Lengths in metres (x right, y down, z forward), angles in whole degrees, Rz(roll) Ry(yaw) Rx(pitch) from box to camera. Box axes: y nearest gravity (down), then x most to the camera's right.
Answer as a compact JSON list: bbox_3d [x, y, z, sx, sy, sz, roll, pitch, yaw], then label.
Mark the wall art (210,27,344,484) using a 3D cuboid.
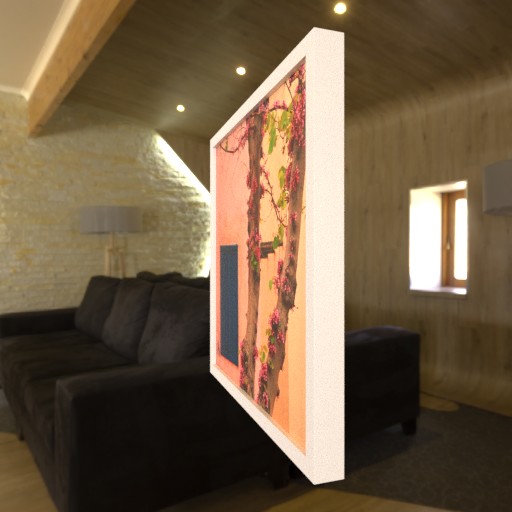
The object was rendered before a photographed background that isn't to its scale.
[{"bbox_3d":[0.000,0.000,0.738,0.038,0.508,0.507,0,0,-19],"label":"wall art"}]
